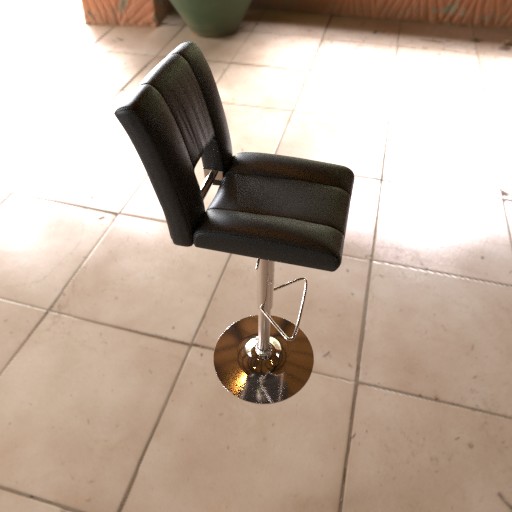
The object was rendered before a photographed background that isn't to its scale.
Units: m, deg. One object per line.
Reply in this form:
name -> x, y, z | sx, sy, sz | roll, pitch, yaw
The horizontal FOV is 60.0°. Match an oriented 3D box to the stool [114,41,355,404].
stool -> 0.000, 0.000, 1.404 | 0.520, 1.151, 0.415 | 10, 46, 10
